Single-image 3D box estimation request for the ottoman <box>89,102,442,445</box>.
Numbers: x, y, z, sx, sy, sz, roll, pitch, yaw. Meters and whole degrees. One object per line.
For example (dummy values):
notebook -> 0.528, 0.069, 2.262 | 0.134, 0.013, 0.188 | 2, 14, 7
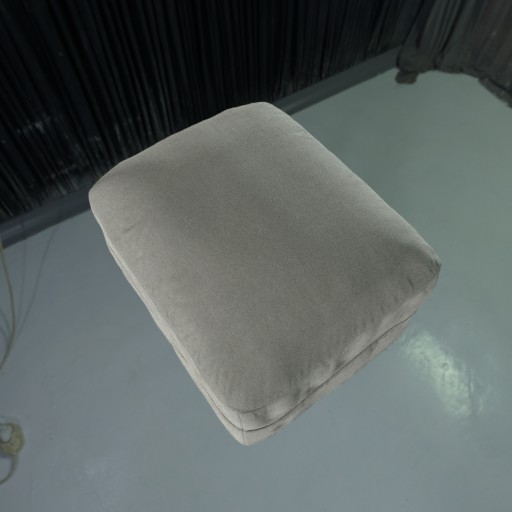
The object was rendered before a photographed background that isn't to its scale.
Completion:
ottoman -> 0.000, 0.000, 1.127 | 0.584, 0.480, 0.712 | -32, 64, -18
